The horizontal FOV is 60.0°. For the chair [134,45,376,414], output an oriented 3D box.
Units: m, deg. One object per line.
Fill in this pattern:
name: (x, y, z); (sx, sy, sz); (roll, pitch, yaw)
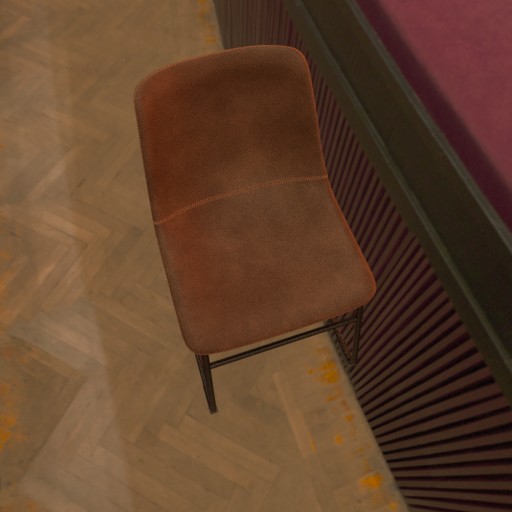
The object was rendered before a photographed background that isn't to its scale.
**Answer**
chair: (0.000, 0.000, 1.104); (0.460, 0.780, 0.551); (-16, 64, -8)
